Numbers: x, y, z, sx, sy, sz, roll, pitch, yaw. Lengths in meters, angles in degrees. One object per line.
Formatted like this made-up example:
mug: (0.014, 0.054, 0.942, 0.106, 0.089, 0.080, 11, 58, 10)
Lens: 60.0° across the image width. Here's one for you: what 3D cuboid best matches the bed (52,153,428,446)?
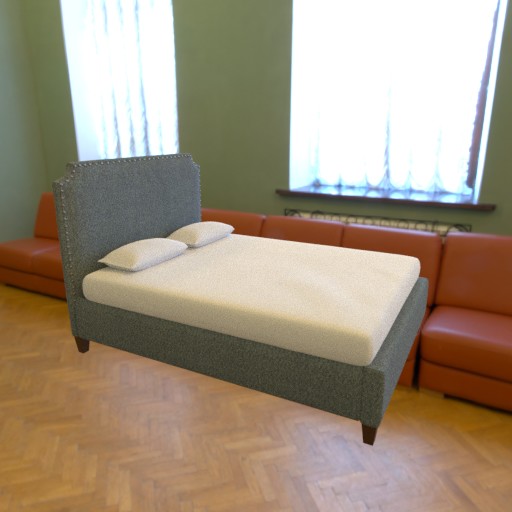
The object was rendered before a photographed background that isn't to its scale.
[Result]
bed: (0.000, 0.000, 3.430, 2.372, 1.443, 1.712, 8, 18, 27)
